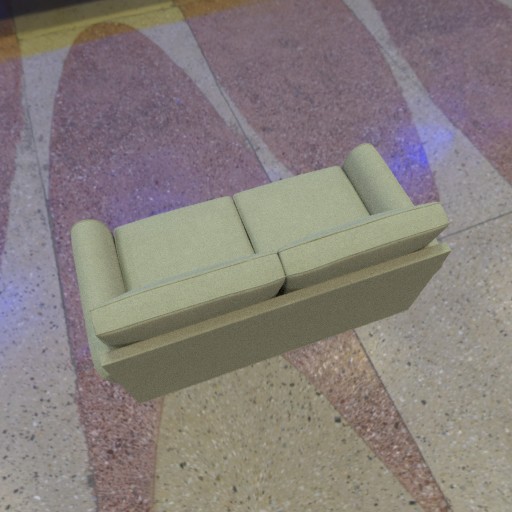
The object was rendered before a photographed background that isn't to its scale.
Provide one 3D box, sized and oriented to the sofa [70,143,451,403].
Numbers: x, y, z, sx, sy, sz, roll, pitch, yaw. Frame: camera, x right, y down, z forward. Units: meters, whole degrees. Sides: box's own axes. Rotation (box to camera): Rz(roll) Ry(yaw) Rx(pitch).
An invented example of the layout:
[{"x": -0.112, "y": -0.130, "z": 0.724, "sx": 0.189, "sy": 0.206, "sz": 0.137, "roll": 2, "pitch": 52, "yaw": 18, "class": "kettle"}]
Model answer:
[{"x": 0.000, "y": 0.000, "z": 2.343, "sx": 1.774, "sy": 0.933, "sz": 0.861, "roll": -17, "pitch": 61, "yaw": -10, "class": "sofa"}]
